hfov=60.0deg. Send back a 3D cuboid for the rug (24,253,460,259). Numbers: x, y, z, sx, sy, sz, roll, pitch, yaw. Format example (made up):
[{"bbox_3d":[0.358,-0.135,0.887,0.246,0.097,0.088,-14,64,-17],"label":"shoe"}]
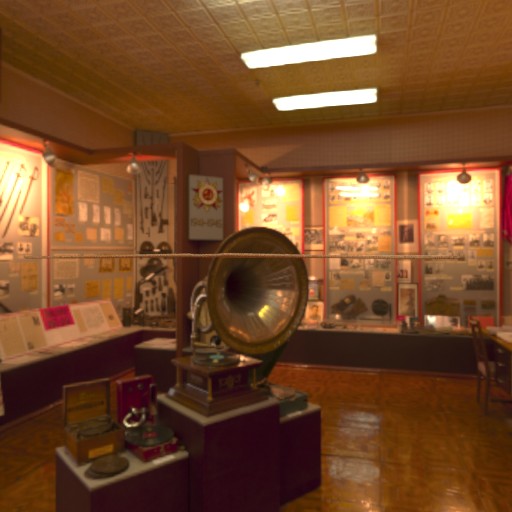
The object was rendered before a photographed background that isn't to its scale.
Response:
[{"bbox_3d":[0.000,0.000,2.933,2.283,0.030,1.596,0,0,17],"label":"rug"}]
